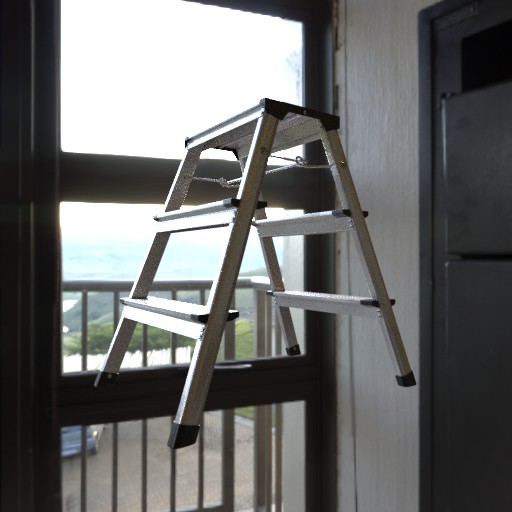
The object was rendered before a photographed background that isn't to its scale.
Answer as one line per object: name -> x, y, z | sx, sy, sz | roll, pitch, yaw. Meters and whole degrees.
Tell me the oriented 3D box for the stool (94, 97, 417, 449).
stool -> 0.000, 0.000, 1.041 | 0.622, 0.605, 0.437 | 0, -1, -35
